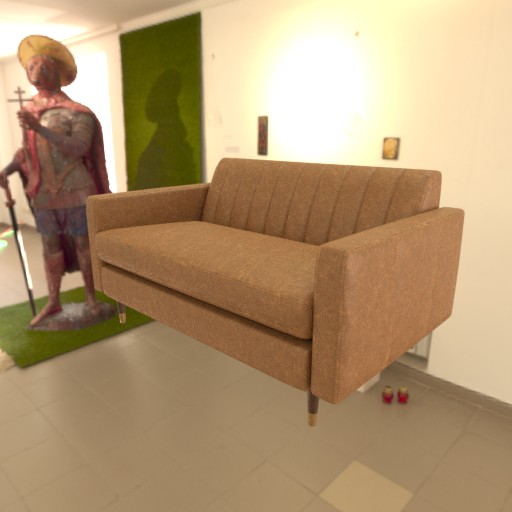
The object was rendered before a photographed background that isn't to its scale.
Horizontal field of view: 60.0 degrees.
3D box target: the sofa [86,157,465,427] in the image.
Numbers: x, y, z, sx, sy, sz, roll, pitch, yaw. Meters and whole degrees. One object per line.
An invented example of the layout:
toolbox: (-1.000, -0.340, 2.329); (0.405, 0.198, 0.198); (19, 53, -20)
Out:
sofa: (0.000, 0.000, 2.084); (1.549, 0.820, 0.960); (15, 21, 41)
